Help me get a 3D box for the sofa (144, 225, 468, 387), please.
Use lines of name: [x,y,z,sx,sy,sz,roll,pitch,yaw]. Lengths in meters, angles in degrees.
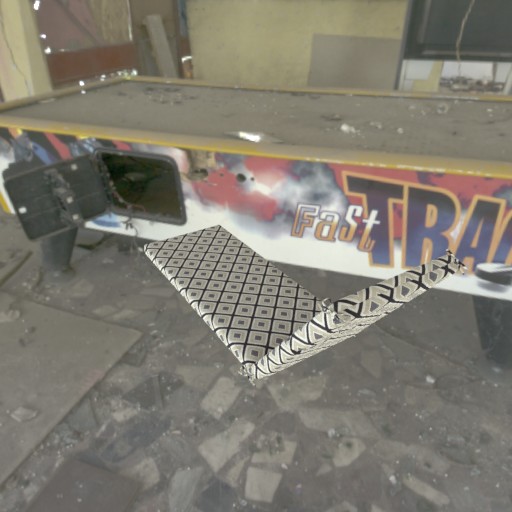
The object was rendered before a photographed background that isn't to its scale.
sofa: [0.000,0.000,2.012,0.582,0.622,1.663,-18,34,-28]
